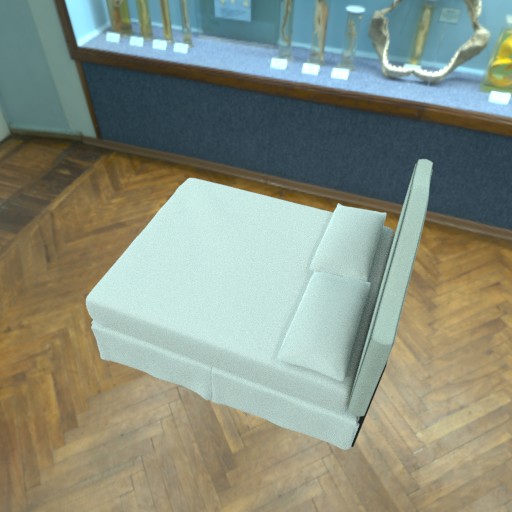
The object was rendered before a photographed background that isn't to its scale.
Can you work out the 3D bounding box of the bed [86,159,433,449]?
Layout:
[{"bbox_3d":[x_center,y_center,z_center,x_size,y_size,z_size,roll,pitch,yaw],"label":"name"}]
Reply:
[{"bbox_3d":[0.000,0.000,3.449,2.180,1.607,1.813,16,48,15],"label":"bed"}]
